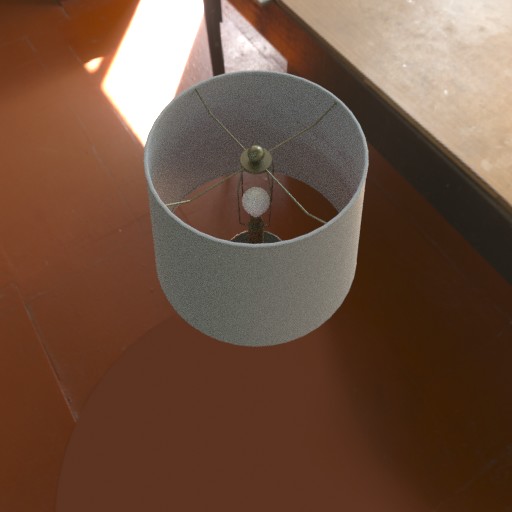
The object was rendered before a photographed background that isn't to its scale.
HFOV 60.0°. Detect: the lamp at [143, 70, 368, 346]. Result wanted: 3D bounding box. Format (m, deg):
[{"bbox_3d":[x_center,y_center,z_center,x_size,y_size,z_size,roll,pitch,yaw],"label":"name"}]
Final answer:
[{"bbox_3d":[0.000,0.000,0.550,0.239,0.399,0.239,0,63,0],"label":"lamp"}]
